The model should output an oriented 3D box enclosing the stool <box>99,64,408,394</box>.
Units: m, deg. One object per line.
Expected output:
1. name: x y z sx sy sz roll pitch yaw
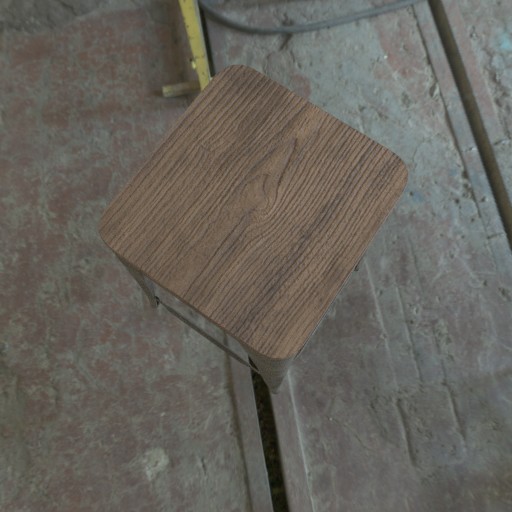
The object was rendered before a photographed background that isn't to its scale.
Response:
1. stool: 0.000 0.000 0.880 0.407 0.607 0.407 34 78 8
